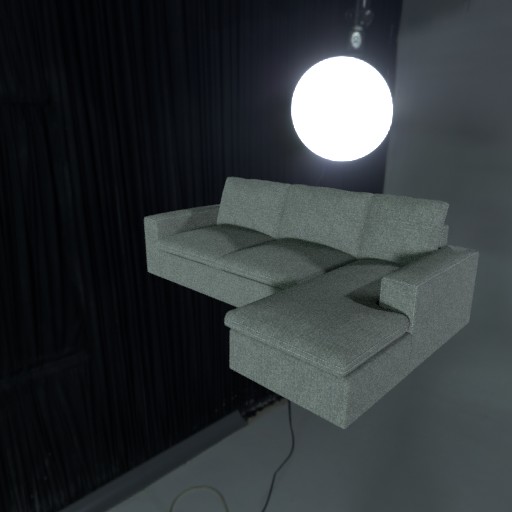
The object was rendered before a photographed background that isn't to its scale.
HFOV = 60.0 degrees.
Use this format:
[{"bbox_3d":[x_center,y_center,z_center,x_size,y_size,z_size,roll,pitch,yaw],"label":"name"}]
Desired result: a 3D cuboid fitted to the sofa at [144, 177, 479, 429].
[{"bbox_3d":[0.000,0.000,3.450,2.718,0.940,1.689,15,22,42],"label":"sofa"}]
